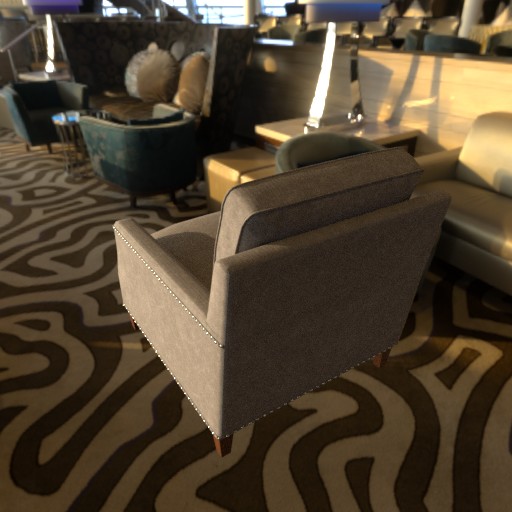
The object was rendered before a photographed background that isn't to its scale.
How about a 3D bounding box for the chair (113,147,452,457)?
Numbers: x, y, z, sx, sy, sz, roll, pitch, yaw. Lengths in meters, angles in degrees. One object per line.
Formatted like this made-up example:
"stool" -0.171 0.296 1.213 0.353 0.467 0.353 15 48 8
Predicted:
"chair" 0.000 0.000 1.738 0.853 0.948 1.014 -18 34 -29
